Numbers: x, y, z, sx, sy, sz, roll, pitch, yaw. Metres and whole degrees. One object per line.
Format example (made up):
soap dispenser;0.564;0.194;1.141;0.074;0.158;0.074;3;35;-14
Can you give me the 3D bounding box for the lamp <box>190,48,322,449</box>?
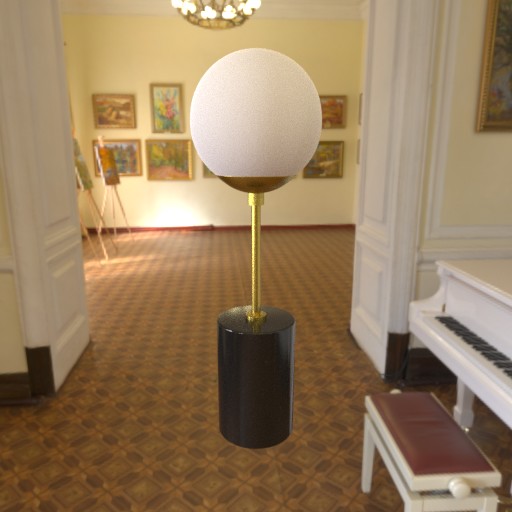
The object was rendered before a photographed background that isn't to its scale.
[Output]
lamp;0.000;0.000;0.557;0.153;0.480;0.153;0;13;0
